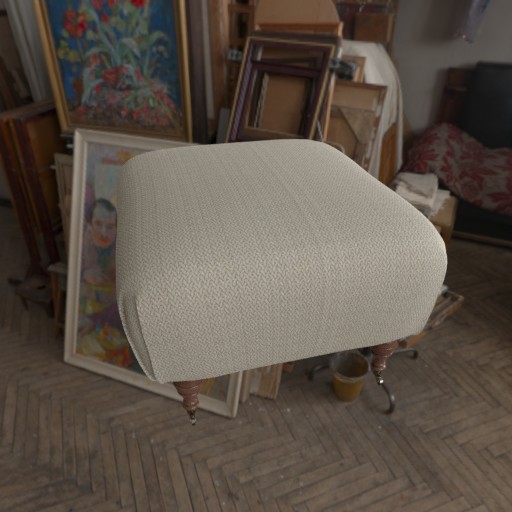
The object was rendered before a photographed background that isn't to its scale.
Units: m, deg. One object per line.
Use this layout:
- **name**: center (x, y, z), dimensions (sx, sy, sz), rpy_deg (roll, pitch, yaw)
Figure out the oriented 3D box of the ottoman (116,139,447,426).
- **ottoman**: center (0.000, 0.000, 1.090), dimensions (0.622, 0.447, 0.684), rpy_deg (-8, 33, -12)
